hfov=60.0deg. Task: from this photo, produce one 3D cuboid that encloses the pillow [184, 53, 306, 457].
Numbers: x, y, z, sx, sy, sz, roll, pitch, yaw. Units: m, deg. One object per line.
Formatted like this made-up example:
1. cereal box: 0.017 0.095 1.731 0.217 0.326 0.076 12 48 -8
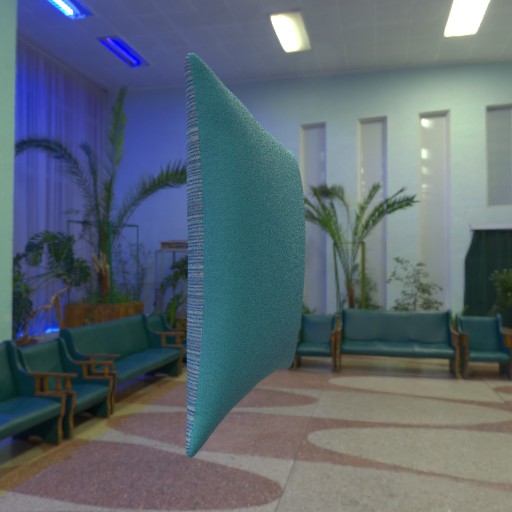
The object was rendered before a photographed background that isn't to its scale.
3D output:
1. pillow: 0.000 0.000 0.780 0.150 0.497 0.514 0 -1 18
